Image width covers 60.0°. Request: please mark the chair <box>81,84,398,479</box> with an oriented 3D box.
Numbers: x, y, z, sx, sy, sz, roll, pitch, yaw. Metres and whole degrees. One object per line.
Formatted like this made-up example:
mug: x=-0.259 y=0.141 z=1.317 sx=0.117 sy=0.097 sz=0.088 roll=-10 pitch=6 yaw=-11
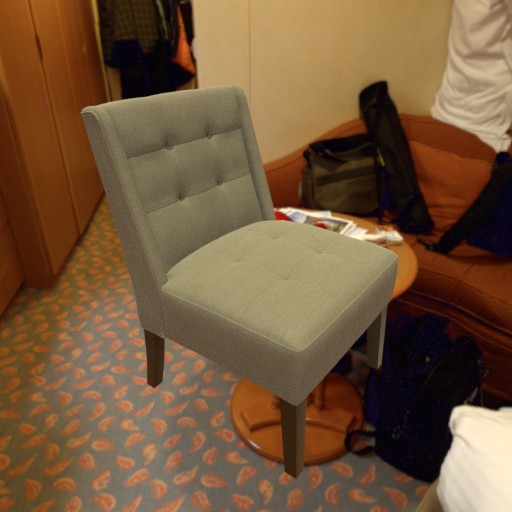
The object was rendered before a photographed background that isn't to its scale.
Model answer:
chair: x=0.000 y=0.000 z=1.284 sx=0.676 sy=0.853 sz=0.569 roll=19 pitch=33 yaw=32
